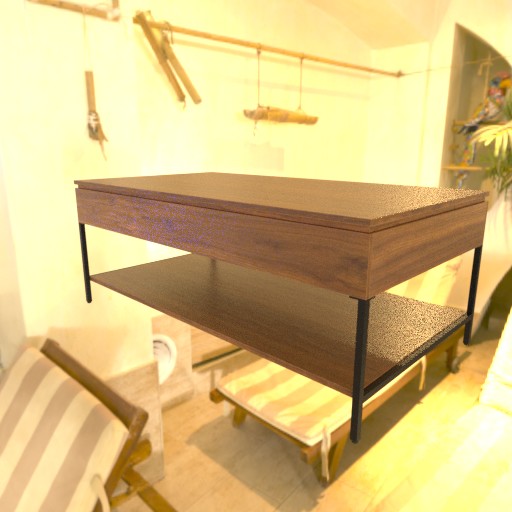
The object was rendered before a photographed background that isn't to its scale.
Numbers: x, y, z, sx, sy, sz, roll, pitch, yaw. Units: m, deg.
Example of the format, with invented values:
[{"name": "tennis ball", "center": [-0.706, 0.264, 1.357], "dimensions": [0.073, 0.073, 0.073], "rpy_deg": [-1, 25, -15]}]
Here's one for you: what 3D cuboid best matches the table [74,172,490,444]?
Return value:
[{"name": "table", "center": [0.000, 0.000, 1.305], "dimensions": [1.057, 0.414, 0.574], "rpy_deg": [14, 20, 42]}]
